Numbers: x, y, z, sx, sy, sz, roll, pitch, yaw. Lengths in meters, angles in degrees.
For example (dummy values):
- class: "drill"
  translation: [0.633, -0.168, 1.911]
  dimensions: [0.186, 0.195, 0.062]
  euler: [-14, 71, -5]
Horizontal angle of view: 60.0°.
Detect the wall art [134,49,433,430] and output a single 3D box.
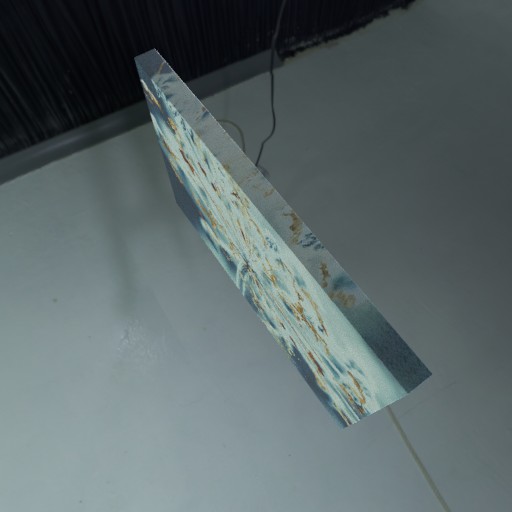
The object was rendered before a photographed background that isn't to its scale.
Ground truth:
- class: "wall art"
  translation: [0.000, 0.000, 0.757]
  dimensions: [0.036, 0.405, 0.607]
  euler: [-32, 68, -15]
